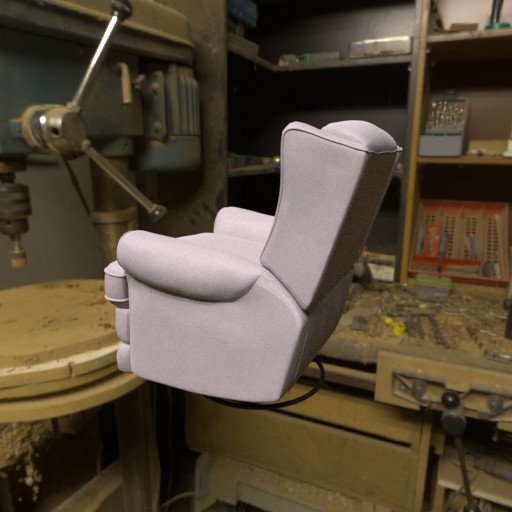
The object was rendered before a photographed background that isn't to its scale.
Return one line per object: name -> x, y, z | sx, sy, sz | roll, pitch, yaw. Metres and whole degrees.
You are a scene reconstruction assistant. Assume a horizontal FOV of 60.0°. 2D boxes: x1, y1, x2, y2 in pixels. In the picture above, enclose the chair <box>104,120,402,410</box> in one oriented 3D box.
chair -> 0.000, 0.000, 1.760 | 0.969, 1.011, 0.847 | 7, 16, 25
